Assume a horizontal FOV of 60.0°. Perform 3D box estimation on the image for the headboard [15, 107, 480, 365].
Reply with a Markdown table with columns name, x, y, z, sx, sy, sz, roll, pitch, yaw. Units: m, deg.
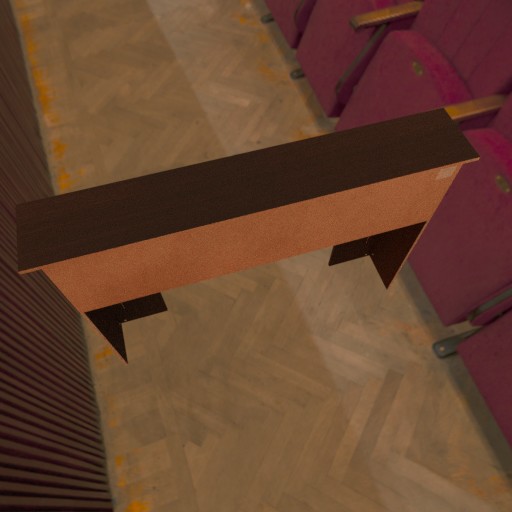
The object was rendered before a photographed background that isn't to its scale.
| name | x | y | z | sx | sy | sz | roll | pitch | yaw |
| --- | --- | --- | --- | --- | --- | --- | --- | --- | --- |
| headboard | 0.000 | 0.000 | 2.074 | 1.671 | 1.092 | 0.279 | -15 | 61 | -8 |
